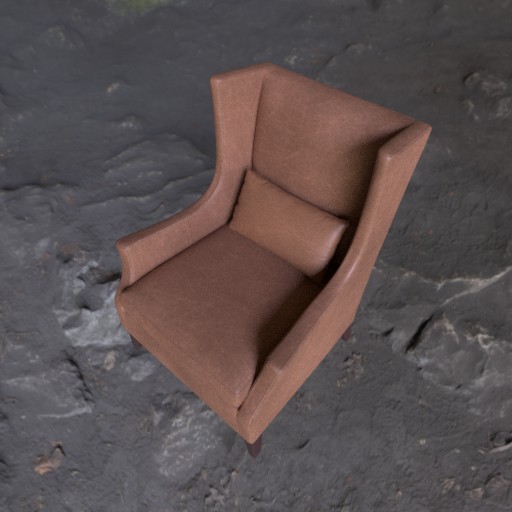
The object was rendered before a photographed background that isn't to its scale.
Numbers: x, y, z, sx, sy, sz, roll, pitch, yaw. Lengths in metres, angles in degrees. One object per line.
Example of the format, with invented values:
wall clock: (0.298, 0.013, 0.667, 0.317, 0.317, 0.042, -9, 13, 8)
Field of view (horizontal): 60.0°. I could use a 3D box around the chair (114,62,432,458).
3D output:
chair: (0.000, 0.000, 1.710, 0.815, 1.088, 0.913, 33, 56, 27)
